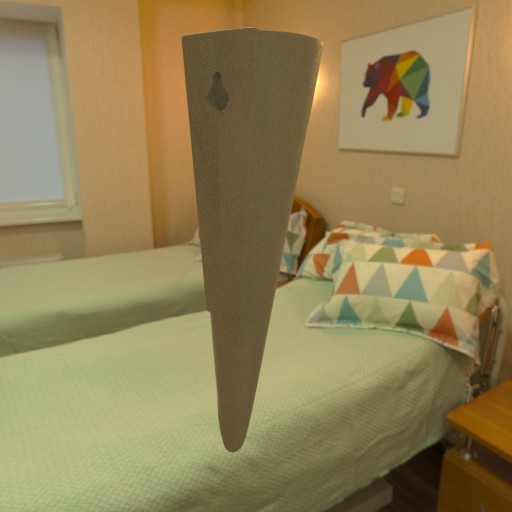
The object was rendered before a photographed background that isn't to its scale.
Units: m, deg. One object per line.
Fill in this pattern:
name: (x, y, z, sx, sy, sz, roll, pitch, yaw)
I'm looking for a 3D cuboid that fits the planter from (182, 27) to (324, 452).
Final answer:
planter: (0.000, 0.000, 0.219, 0.057, 0.191, 0.064, 8, 18, 27)
